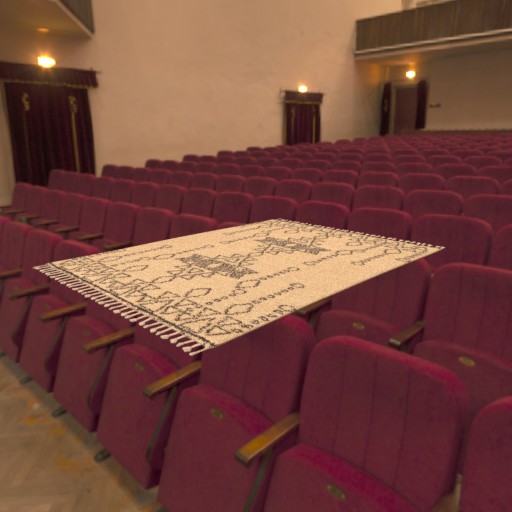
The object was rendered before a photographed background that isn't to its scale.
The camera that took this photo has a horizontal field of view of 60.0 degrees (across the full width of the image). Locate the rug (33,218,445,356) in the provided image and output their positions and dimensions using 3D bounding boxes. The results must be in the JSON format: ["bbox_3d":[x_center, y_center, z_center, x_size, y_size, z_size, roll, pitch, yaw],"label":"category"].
[{"bbox_3d":[0.000,0.000,3.887,2.125,0.028,3.027,15,21,43],"label":"rug"}]
